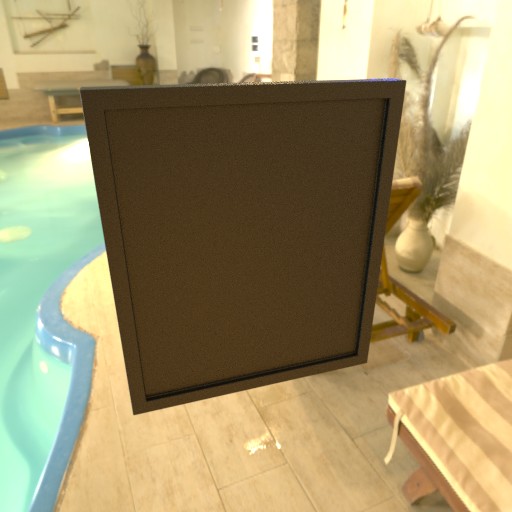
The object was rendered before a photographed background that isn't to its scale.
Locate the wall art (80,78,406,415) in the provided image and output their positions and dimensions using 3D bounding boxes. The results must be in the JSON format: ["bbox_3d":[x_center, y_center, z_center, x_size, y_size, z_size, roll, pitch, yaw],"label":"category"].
[{"bbox_3d":[0.000,0.000,0.522,0.328,0.381,0.028,-8,27,-16],"label":"wall art"}]
